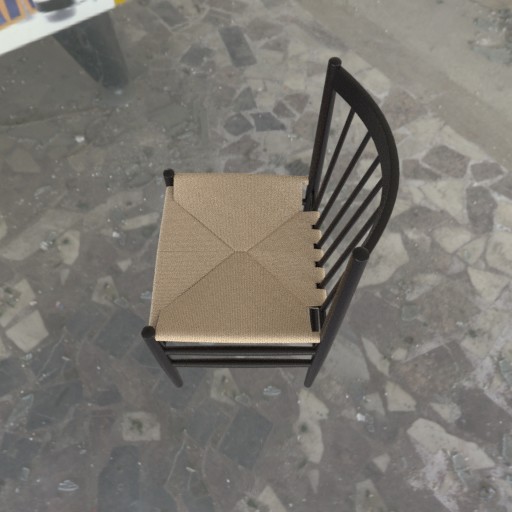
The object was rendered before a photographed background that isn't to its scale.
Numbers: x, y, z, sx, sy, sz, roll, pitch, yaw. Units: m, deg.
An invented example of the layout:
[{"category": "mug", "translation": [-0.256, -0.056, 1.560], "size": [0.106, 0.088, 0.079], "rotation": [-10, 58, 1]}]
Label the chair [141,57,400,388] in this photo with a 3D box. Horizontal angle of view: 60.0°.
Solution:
[{"category": "chair", "translation": [0.000, 0.000, 1.150], "size": [0.516, 0.818, 0.495], "rotation": [0, 60, 0]}]
